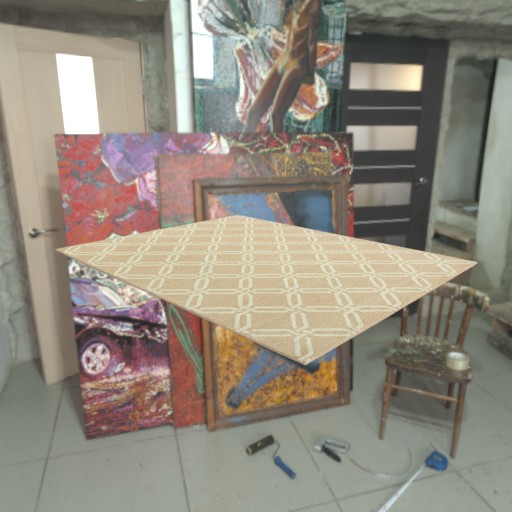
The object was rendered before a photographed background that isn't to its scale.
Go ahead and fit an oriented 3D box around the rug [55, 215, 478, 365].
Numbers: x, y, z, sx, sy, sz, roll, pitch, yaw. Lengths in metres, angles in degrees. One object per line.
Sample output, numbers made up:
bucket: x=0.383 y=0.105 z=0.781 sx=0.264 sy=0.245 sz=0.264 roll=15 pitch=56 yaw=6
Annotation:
rug: x=0.000 y=0.000 z=3.852 sx=2.895 sy=0.018 sz=2.288 roll=15 pitch=22 yaw=42
